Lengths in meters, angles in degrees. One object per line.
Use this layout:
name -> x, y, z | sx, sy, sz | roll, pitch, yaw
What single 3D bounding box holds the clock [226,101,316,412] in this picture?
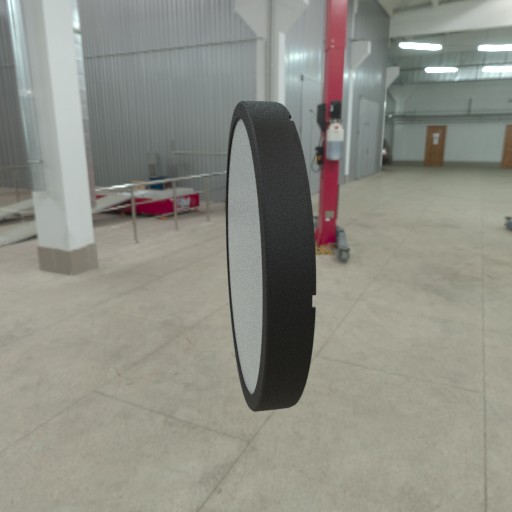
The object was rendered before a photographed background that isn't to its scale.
clock -> 0.000, 0.000, 0.444 | 0.040, 0.293, 0.293 | -2, 15, -9
